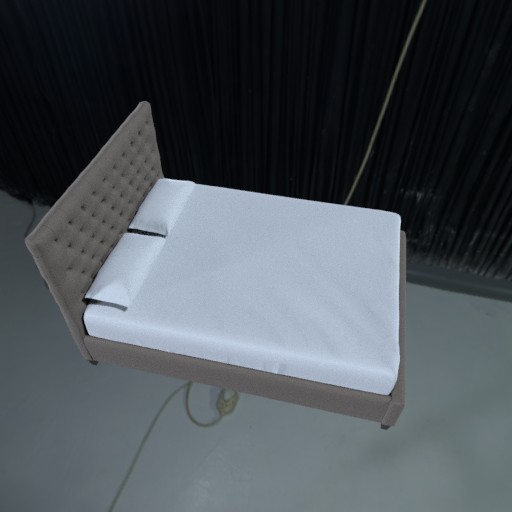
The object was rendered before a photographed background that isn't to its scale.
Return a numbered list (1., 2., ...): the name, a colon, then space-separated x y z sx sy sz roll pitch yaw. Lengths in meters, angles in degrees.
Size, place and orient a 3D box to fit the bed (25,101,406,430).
1. bed: 0.000 0.000 3.406 2.387 1.427 1.698 10 48 9
